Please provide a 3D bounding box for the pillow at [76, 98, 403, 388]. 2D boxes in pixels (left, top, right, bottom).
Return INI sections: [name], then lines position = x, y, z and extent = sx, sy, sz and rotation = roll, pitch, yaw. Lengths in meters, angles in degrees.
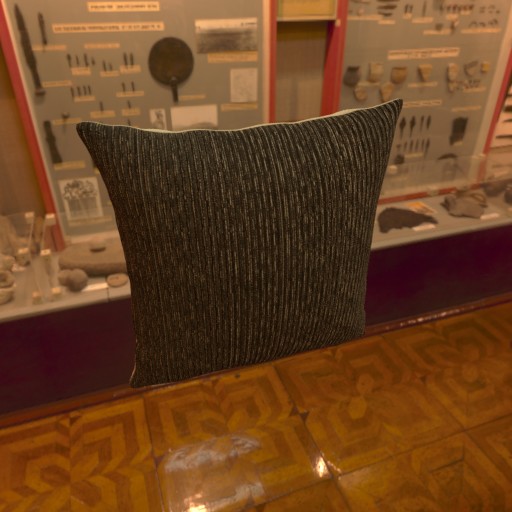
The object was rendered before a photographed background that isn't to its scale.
[pillow]
position = 0.000, 0.000, 0.671
extent = 0.433, 0.434, 0.196
rotation = -9, 33, -15
